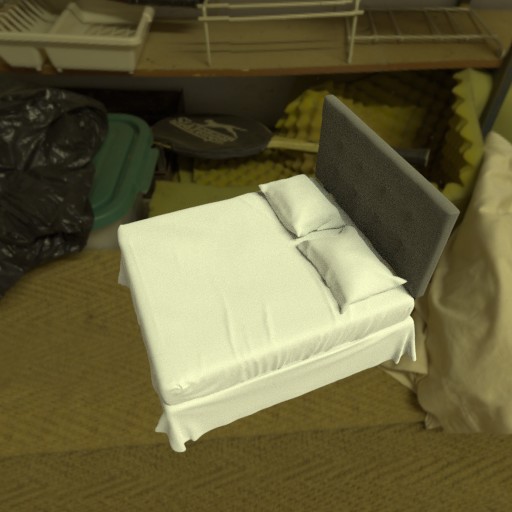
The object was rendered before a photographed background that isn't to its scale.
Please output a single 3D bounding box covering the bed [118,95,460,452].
[{"bbox_3d":[0.000,0.000,3.516,2.222,1.577,1.936,-16,49,-15],"label":"bed"}]
